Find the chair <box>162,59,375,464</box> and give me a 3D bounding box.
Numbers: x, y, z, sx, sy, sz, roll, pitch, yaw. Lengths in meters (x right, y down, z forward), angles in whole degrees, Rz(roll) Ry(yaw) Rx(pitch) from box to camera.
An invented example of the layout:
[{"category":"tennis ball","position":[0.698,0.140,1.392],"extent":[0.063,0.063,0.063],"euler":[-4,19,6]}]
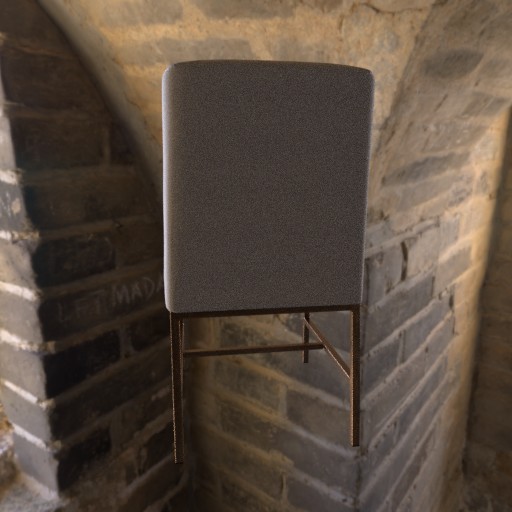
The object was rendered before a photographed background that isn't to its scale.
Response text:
[{"category":"chair","position":[0.000,0.000,1.272],"extent":[0.503,0.933,0.597],"euler":[-2,12,-8]}]
